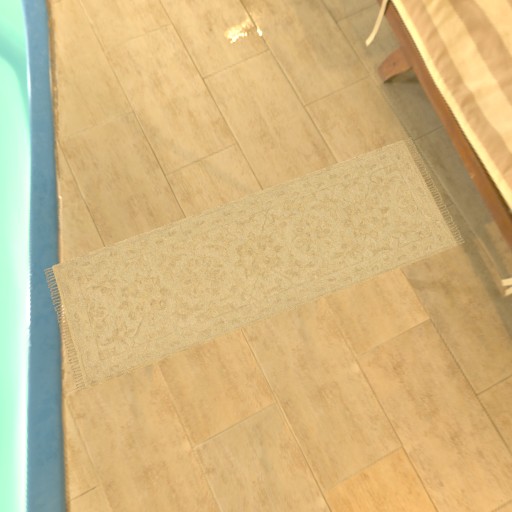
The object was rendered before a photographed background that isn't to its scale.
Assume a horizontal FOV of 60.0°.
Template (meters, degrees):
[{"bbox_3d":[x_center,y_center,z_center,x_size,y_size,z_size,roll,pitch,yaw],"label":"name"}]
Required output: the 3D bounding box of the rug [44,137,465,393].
[{"bbox_3d":[0.000,0.000,2.801,2.544,0.015,0.795,-20,77,-5],"label":"rug"}]
